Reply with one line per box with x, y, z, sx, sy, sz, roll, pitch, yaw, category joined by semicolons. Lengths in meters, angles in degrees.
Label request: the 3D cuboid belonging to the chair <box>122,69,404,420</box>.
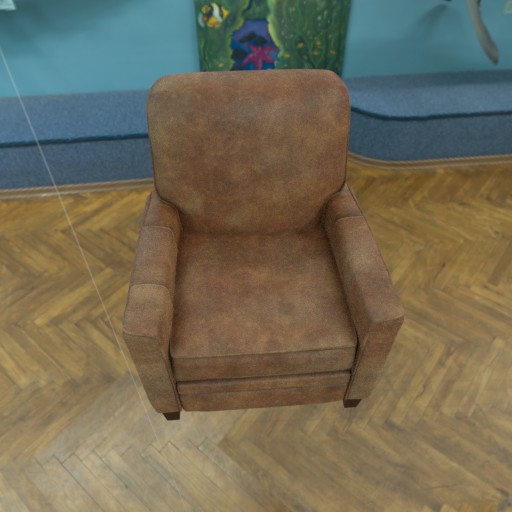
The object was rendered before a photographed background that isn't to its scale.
0.000;0.000;1.628;0.843;1.043;0.836;-3;46;-3;chair
